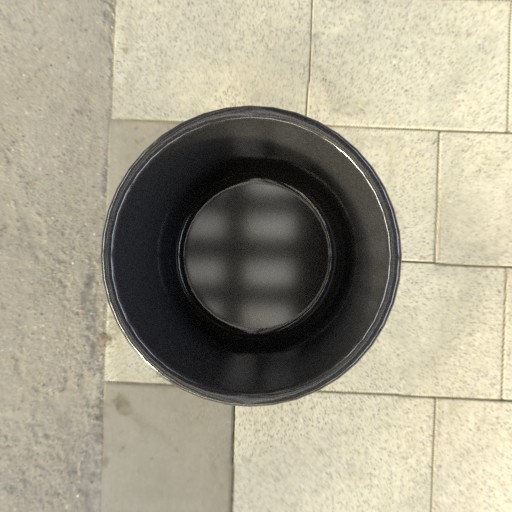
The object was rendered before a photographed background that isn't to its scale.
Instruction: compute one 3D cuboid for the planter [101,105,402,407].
[{"bbox_3d":[0.000,0.000,0.541,0.251,0.355,0.251,0,90,2],"label":"planter"}]
